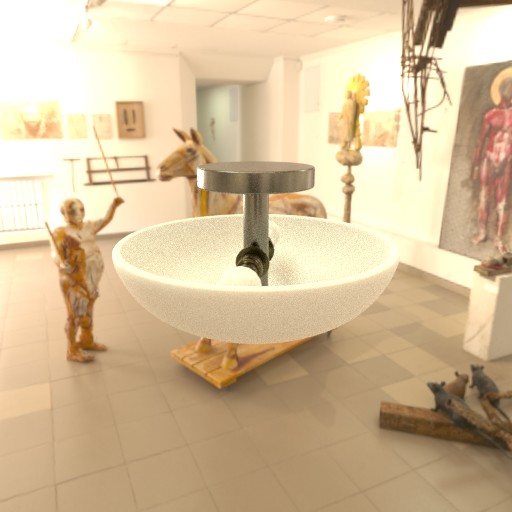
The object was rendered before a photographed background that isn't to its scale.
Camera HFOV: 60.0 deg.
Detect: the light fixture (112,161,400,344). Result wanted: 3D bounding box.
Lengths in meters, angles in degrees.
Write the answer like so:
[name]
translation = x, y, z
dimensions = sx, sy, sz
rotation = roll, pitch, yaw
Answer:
[light fixture]
translation = 0.000, 0.000, 0.536
dimensions = 0.330, 0.214, 0.330
rotation = 0, 17, 0
